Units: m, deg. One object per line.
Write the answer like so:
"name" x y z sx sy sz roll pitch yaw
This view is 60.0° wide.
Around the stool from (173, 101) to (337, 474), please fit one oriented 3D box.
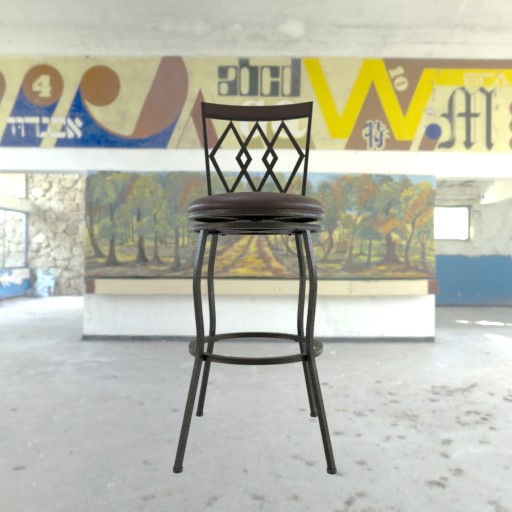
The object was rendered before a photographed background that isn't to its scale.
"stool" 0.000 0.000 1.411 0.432 1.134 0.521 0 0 1
